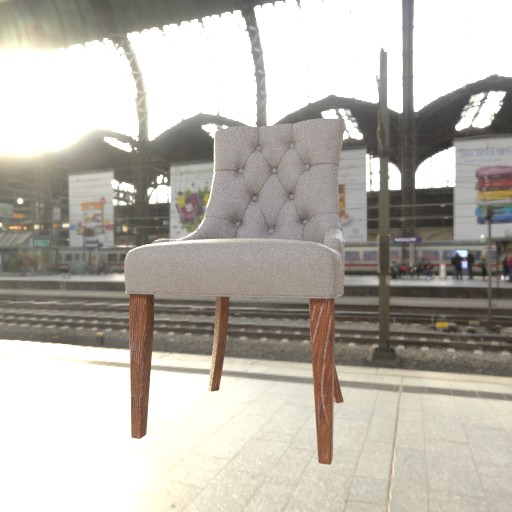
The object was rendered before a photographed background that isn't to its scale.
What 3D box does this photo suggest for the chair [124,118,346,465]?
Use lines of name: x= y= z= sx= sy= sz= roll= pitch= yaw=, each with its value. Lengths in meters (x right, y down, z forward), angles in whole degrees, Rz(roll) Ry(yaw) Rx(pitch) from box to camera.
chair: x=0.000 y=0.000 z=1.224 sx=0.509 sy=0.874 sz=0.565 roll=0 pitch=-1 yaw=17
